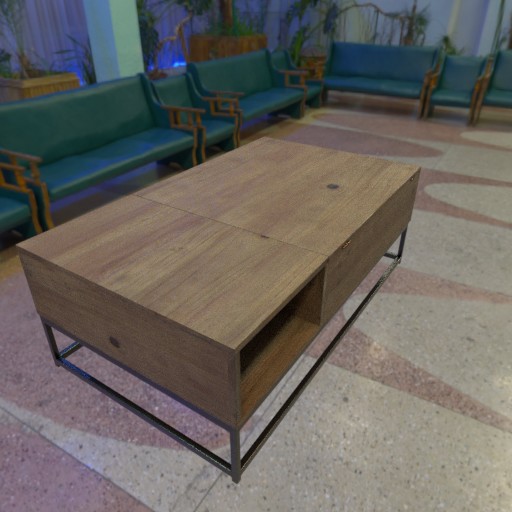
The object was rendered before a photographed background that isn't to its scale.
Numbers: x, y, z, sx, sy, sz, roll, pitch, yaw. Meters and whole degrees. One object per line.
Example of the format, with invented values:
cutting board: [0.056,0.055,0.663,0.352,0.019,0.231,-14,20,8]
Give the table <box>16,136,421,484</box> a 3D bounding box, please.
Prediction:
table: [0.000,0.000,1.400,0.655,0.395,1.101,19,36,28]
